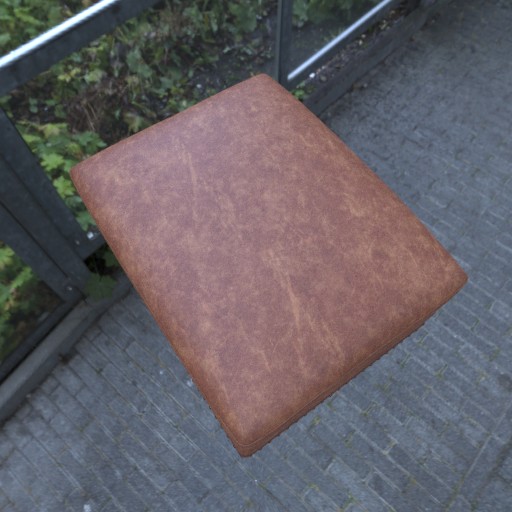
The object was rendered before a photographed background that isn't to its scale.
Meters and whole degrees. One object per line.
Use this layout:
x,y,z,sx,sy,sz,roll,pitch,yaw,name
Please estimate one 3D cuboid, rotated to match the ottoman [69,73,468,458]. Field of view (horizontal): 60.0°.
0.000,0.000,1.118,0.586,0.486,0.742,-32,67,-15,ottoman
